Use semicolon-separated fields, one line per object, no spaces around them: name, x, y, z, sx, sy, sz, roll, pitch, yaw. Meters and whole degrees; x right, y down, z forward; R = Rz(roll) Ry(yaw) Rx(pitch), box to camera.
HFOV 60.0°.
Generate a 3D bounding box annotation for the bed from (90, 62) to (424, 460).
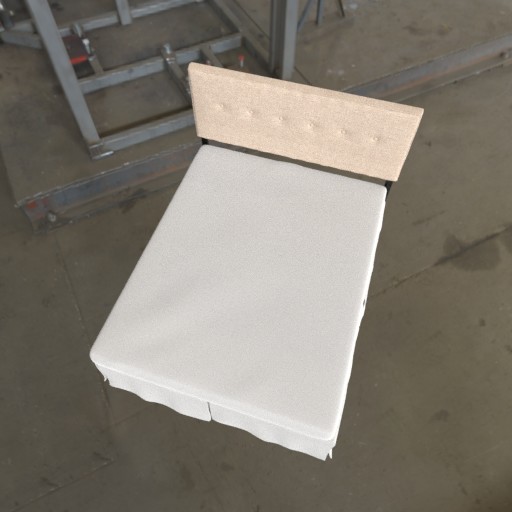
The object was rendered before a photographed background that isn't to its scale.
bed;0.000;0.000;2.940;1.643;1.270;1.978;15;59;9
